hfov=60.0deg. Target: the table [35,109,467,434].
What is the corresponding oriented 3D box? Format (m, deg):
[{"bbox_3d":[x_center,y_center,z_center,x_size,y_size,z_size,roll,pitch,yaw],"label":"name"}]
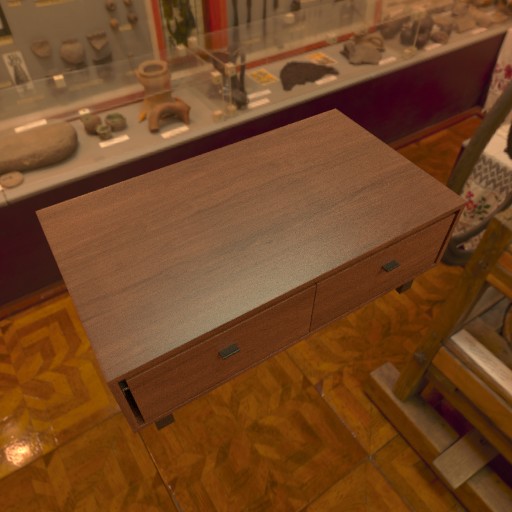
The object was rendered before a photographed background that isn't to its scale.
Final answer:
[{"bbox_3d":[0.000,0.000,1.337,1.020,0.380,0.600,-24,52,-21],"label":"table"}]
